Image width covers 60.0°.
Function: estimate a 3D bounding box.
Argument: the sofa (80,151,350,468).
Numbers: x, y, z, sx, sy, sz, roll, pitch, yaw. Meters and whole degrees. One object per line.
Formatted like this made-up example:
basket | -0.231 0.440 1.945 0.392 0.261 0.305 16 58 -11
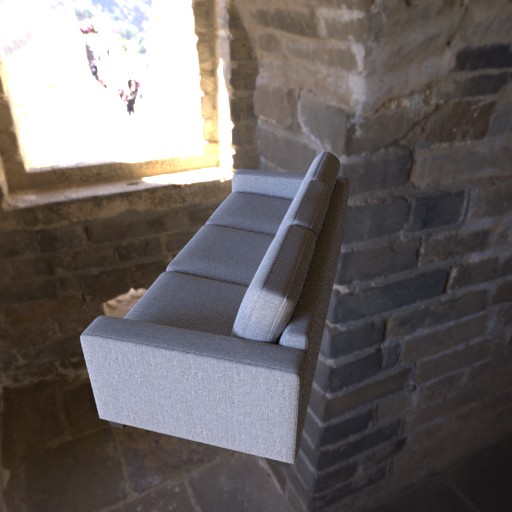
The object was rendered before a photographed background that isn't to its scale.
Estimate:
sofa | 0.000 0.000 2.599 0.900 0.800 2.120 7 30 13
